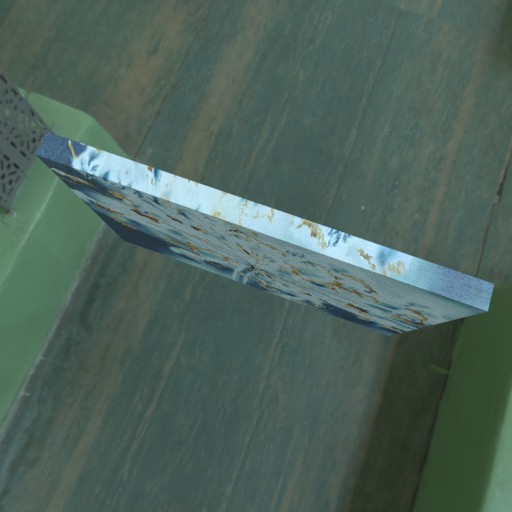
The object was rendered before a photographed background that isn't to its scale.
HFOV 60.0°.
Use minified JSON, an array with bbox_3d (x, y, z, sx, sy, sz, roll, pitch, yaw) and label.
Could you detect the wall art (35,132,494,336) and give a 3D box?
[{"bbox_3d":[0.000,0.000,0.760,0.607,0.405,0.036,19,77,5],"label":"wall art"}]
